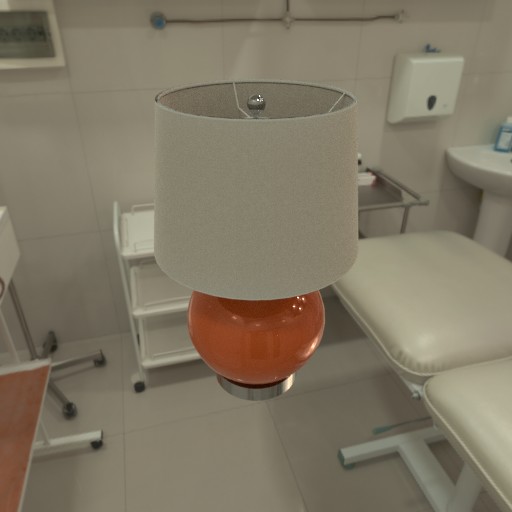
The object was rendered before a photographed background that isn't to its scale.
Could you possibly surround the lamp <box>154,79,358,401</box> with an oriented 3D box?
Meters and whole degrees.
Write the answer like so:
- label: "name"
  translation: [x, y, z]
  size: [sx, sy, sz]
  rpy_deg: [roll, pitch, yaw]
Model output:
- label: "lamp"
  translation: [0.000, 0.000, 0.556]
  size: [0.247, 0.387, 0.247]
  rpy_deg: [0, 31, 0]
